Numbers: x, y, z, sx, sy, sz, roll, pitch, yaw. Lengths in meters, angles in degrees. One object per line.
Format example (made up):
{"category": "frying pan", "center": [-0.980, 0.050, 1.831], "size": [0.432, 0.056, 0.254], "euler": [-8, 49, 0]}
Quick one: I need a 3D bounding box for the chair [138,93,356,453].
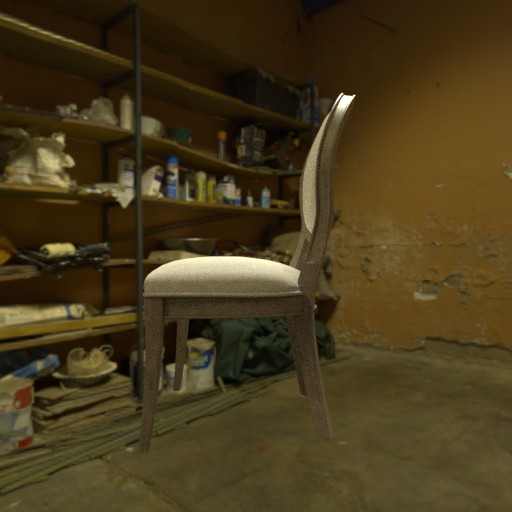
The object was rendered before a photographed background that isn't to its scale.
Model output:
{"category": "chair", "center": [0.000, 0.000, 1.381], "size": [0.602, 0.990, 0.558], "euler": [0, 0, -1]}
